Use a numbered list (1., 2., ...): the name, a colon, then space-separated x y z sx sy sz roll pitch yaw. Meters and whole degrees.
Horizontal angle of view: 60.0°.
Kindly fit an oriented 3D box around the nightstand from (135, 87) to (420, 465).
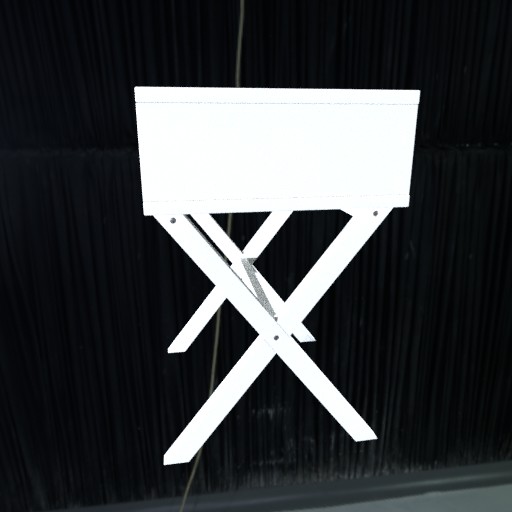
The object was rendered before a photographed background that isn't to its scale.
1. nightstand: 0.000 0.000 0.925 0.402 0.623 0.479 -3 17 -9
